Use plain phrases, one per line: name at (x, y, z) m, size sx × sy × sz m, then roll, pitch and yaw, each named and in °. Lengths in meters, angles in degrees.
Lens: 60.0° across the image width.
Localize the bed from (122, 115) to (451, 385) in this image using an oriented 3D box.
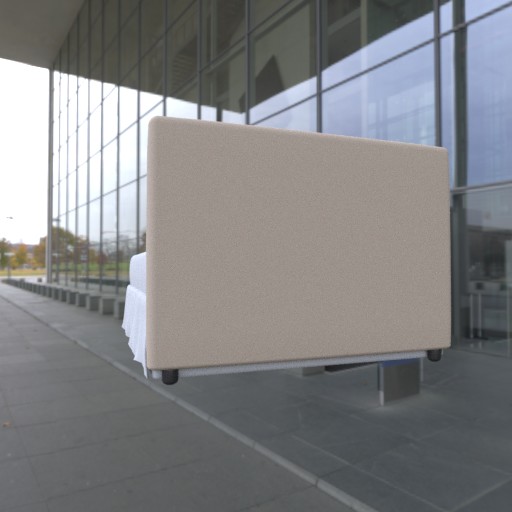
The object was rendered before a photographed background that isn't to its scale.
bed at (0.000, 0.000, 3.414) m, size 1.884 × 1.330 × 2.142 m, roll 1°, pitch -2°, yaw -19°
